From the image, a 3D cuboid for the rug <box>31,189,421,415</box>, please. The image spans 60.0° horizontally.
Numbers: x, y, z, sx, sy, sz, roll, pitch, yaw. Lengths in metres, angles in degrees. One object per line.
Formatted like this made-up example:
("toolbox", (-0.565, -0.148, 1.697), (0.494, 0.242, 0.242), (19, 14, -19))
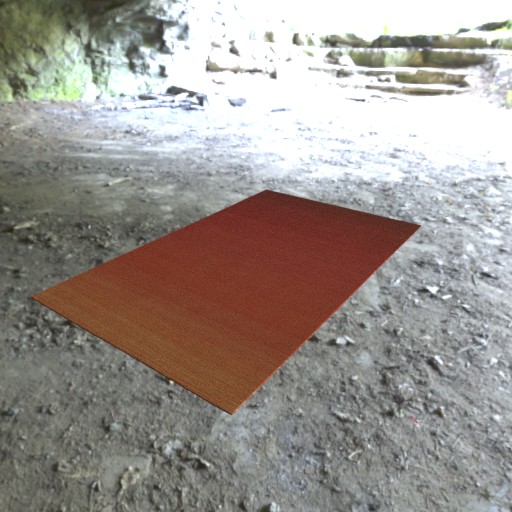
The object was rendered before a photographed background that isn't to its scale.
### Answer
("rug", (0.000, 0.000, 3.096), (1.531, 0.010, 2.442), (18, 32, 32))
